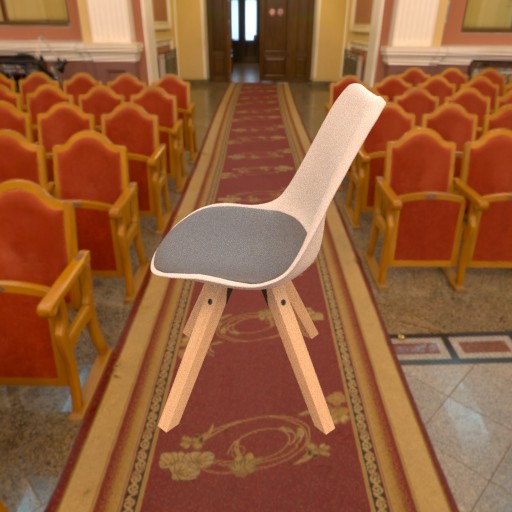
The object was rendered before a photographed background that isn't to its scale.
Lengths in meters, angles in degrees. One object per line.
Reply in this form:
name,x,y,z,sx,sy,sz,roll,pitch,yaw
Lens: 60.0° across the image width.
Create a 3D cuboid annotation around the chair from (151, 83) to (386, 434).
chair,0.000,0.000,1.197,0.550,0.850,0.485,0,28,1
